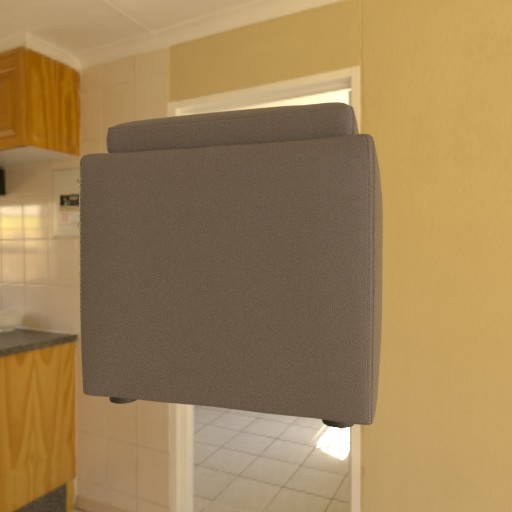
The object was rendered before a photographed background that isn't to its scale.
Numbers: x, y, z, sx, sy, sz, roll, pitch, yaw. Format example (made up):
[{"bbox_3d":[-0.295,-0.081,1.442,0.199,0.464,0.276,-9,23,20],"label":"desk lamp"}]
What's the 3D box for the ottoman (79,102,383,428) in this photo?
[{"bbox_3d":[0.000,0.000,0.824,0.451,0.460,0.450,0,1,16],"label":"ottoman"}]
